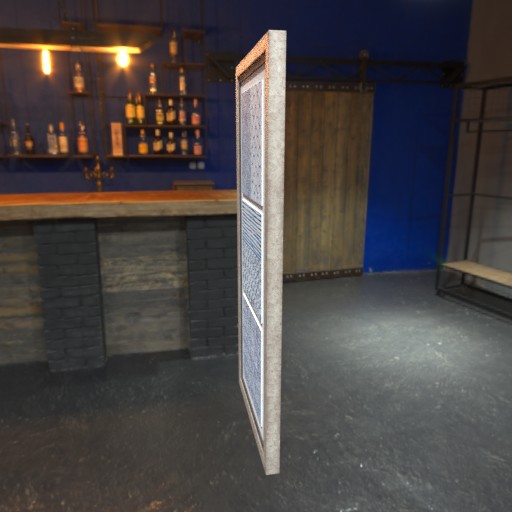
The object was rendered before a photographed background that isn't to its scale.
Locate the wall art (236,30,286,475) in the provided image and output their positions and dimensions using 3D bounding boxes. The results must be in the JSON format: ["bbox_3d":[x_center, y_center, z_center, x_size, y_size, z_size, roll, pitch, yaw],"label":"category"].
[{"bbox_3d":[0.000,0.000,1.724,0.051,1.461,0.648,-3,15,-10],"label":"wall art"}]
